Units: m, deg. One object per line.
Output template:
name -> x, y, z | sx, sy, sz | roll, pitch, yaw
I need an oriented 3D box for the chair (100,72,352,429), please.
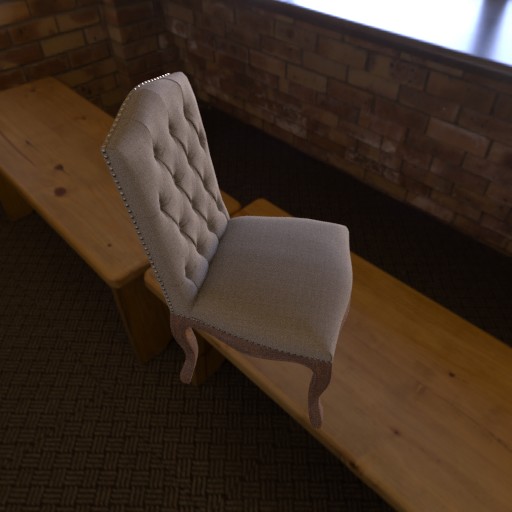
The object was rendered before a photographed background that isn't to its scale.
chair -> 0.000, 0.000, 1.614 | 0.731, 1.191, 0.637 | 9, 46, 9
